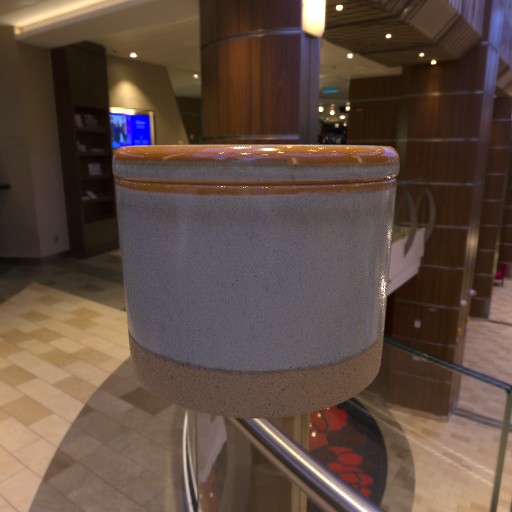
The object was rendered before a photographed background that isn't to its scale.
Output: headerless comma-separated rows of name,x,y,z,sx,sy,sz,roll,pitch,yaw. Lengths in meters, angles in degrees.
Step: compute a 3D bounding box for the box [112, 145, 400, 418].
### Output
box,0.000,0.000,0.208,0.123,0.100,0.123,0,13,0
